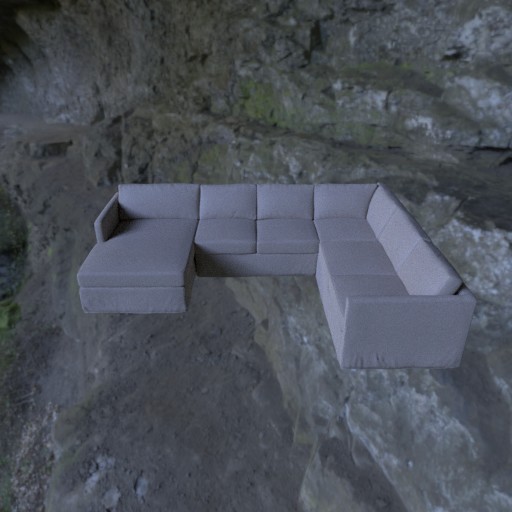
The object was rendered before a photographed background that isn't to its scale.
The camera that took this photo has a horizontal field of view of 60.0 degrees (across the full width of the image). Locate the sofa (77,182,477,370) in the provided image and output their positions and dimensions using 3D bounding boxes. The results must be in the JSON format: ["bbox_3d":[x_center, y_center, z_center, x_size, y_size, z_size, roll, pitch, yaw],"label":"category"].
[{"bbox_3d":[0.000,0.000,4.631,3.528,0.878,2.476,0,29,-1],"label":"sofa"}]
